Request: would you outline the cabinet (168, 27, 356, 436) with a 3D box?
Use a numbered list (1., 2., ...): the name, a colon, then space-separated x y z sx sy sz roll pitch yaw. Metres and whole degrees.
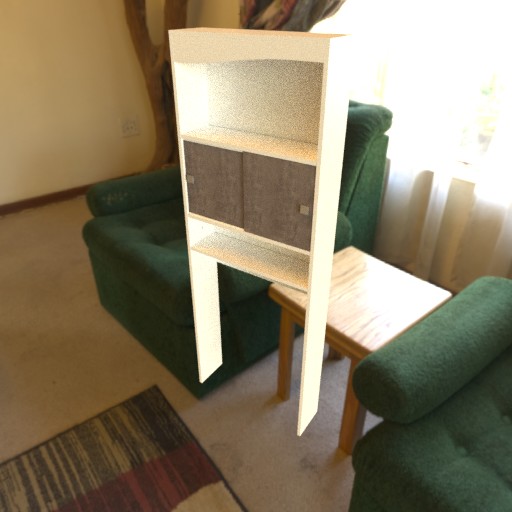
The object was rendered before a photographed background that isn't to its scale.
1. cabinet: 0.000 0.000 1.960 0.643 1.770 0.192 19 35 29
